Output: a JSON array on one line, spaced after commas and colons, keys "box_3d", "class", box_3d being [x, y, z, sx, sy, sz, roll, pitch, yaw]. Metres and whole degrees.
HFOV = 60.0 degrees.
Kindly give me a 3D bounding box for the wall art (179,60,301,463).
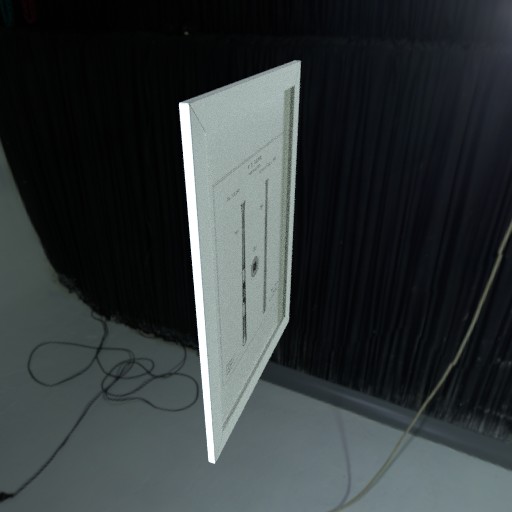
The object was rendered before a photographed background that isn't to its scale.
[{"box_3d": [0.000, 0.000, 0.697, 0.012, 0.529, 0.374, 11, 32, 18], "class": "wall art"}]
